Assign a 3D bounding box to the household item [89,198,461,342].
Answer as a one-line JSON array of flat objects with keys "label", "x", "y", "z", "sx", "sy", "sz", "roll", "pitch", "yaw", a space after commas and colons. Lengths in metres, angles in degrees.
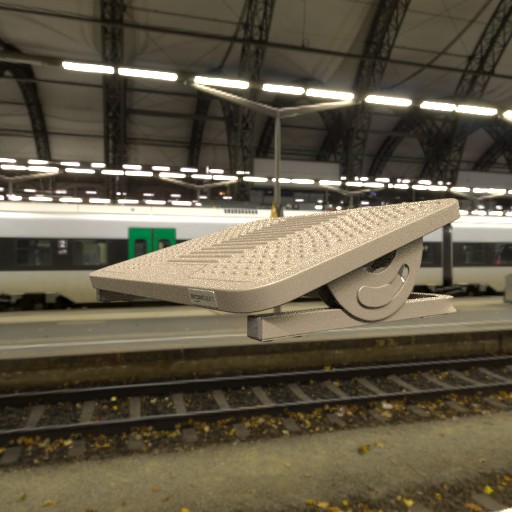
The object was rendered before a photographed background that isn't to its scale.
[{"label": "household item", "x": 0.000, "y": 0.000, "z": 0.543, "sx": 0.301, "sy": 0.126, "sz": 0.390, "roll": 0, "pitch": 0, "yaw": -37}]
